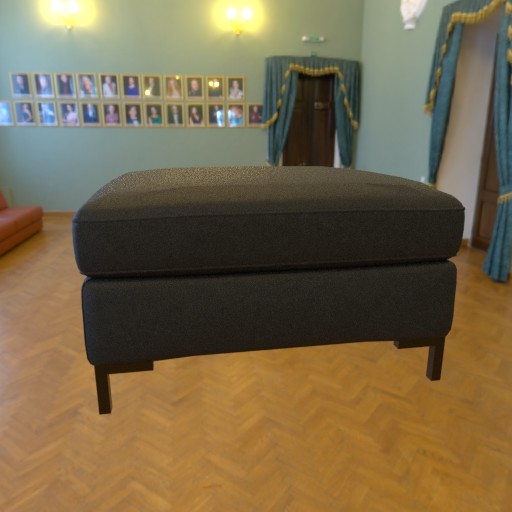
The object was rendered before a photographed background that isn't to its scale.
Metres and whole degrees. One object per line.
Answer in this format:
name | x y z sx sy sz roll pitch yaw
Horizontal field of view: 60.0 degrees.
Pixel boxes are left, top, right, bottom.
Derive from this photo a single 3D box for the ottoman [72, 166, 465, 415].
ottoman | 0.000 0.000 1.795 1.187 0.696 0.967 -3 15 -10
